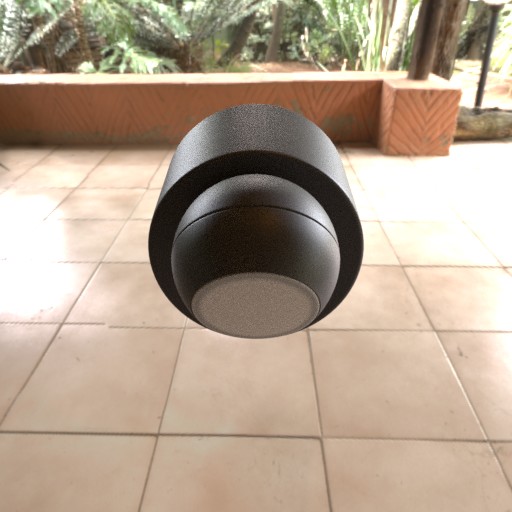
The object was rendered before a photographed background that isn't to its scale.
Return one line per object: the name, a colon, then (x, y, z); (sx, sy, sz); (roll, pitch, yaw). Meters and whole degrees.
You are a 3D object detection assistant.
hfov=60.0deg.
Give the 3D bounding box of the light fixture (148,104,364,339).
light fixture: (0.000, 0.000, 0.264); (0.134, 0.143, 0.160); (0, 30, 0)
